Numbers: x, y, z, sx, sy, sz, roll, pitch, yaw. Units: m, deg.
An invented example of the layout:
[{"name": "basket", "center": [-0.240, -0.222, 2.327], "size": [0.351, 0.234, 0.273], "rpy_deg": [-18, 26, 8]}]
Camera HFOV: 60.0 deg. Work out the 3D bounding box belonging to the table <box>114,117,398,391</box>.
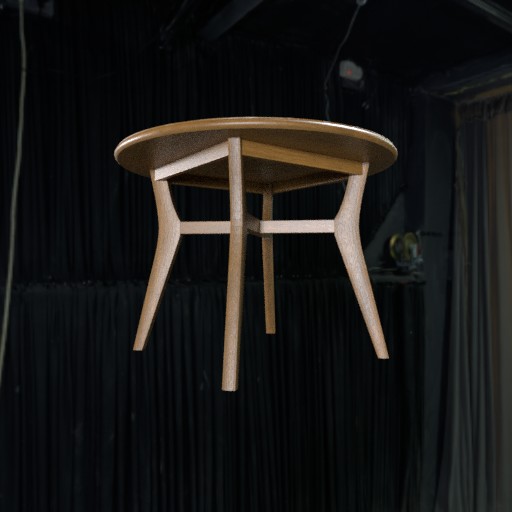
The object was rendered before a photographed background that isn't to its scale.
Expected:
[{"name": "table", "center": [0.000, 0.000, 1.732], "size": [1.055, 0.757, 1.055], "rpy_deg": [0, 0, 0]}]
